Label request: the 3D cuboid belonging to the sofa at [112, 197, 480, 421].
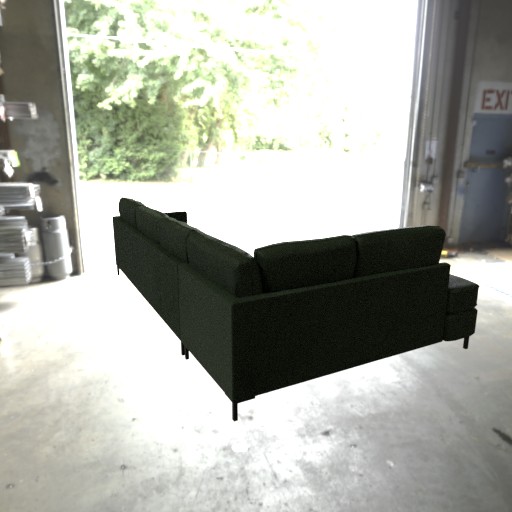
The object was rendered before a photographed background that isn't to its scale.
[{"bbox_3d":[0.000,0.000,4.293,2.048,0.996,3.384,-7,16,-27],"label":"sofa"}]
